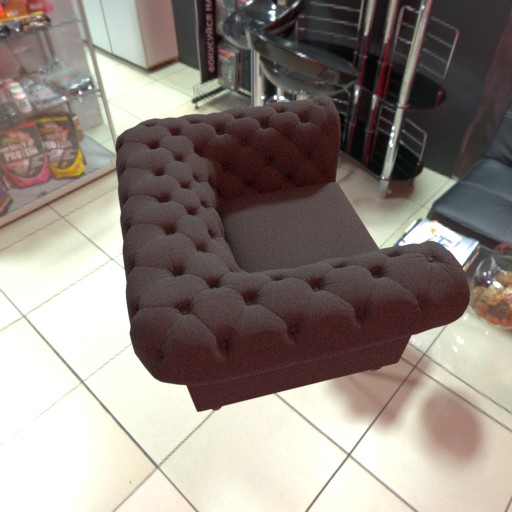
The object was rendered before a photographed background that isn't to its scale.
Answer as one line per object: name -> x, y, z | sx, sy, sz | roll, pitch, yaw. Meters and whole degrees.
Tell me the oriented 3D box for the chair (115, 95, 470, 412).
chair -> 0.000, 0.000, 1.821 | 0.976, 0.770, 1.270 | -11, 47, -10
